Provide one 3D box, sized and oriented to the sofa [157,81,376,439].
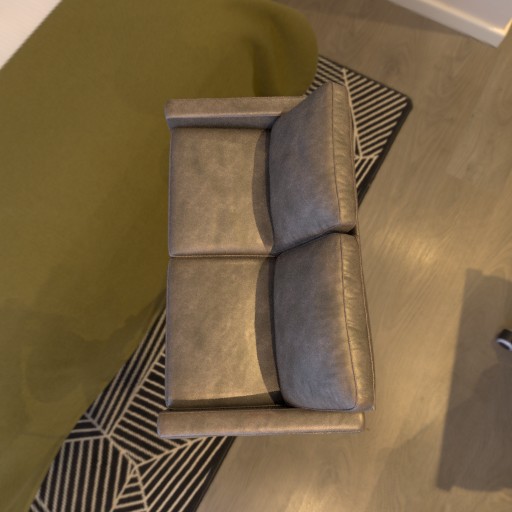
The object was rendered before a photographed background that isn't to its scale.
[{"bbox_3d":[0.000,0.000,2.289,0.939,0.916,1.732,-2,76,0],"label":"sofa"}]
